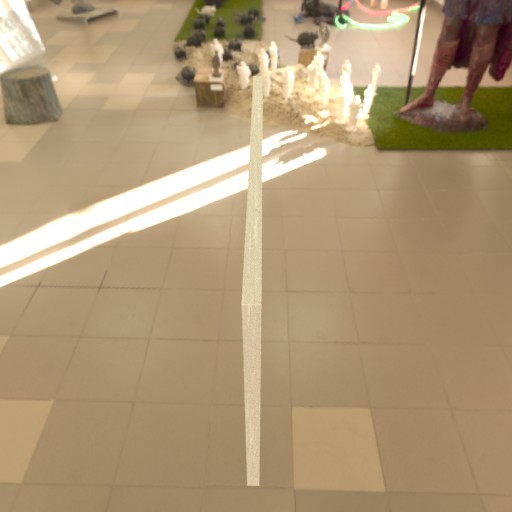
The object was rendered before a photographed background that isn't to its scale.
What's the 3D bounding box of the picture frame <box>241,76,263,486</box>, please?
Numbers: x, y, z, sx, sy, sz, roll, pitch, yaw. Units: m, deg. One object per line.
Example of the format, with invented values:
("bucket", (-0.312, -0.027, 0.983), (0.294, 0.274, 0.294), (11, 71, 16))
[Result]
("picture frame", (0.000, 0.000, 1.215), (0.029, 0.640, 0.950), (1, 41, 1))
